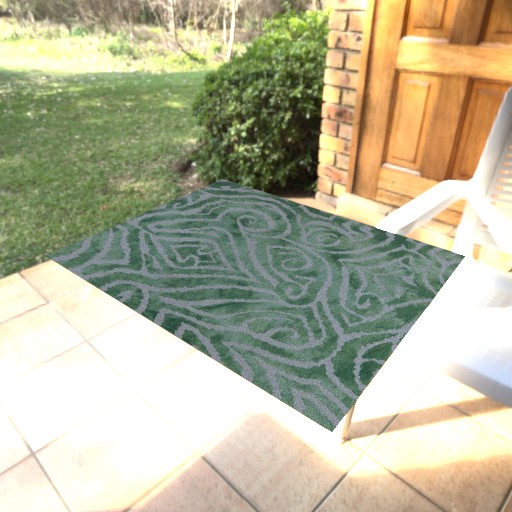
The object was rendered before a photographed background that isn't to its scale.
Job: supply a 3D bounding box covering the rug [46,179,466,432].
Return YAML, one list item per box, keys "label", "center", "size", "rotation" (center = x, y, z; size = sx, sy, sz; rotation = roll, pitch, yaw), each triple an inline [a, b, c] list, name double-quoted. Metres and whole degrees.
- label: "rug"
  center: [0.000, 0.000, 4.109]
  size: [3.045, 0.007, 2.436]
  rotation: [23, 38, 32]
